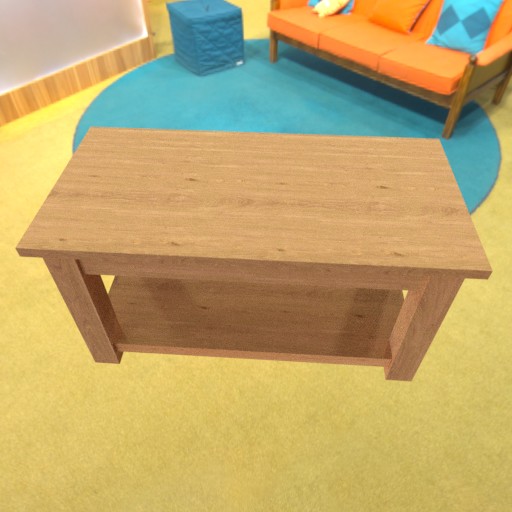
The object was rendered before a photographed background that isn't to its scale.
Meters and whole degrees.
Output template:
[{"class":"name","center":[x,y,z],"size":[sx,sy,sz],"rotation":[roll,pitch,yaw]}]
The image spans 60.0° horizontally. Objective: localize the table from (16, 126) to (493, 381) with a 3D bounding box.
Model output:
[{"class":"table","center":[0.000,0.000,1.150],"size":[0.899,0.452,0.450],"rotation":[3,46,3]}]
